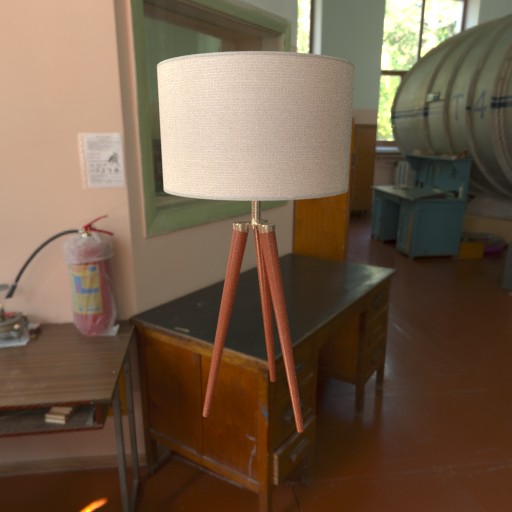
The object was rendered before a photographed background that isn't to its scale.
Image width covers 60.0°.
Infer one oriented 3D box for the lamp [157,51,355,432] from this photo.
[{"bbox_3d":[0.000,0.000,0.903,0.355,0.709,0.354,7,17,25],"label":"lamp"}]
